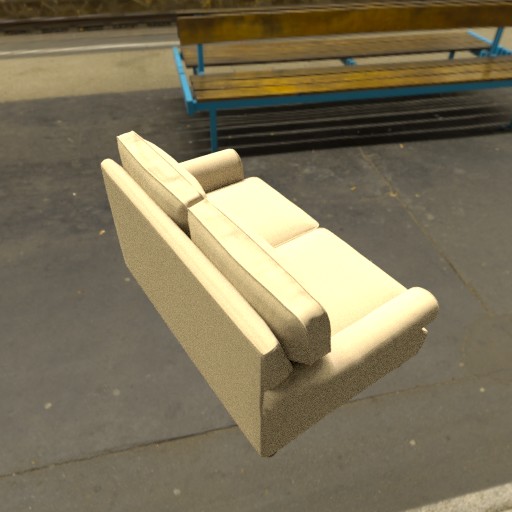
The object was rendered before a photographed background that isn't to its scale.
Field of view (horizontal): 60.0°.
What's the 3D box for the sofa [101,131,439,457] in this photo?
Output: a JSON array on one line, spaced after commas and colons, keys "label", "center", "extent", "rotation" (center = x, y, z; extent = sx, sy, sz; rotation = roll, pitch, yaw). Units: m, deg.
[{"label": "sofa", "center": [0.000, 0.000, 2.246], "extent": [0.964, 0.937, 1.665], "rotation": [-25, 47, -25]}]
